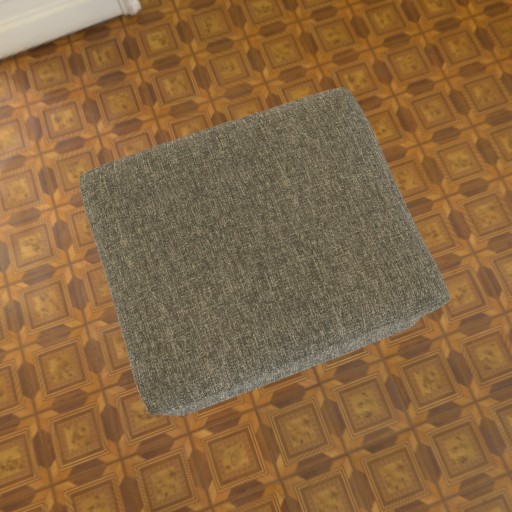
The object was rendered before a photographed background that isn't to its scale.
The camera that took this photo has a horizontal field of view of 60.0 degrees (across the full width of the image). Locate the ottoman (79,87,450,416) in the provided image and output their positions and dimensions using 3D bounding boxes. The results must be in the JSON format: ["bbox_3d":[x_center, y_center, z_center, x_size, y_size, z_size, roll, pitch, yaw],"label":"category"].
[{"bbox_3d":[0.000,0.000,1.265,0.828,0.480,0.683,-20,76,-5],"label":"ottoman"}]
